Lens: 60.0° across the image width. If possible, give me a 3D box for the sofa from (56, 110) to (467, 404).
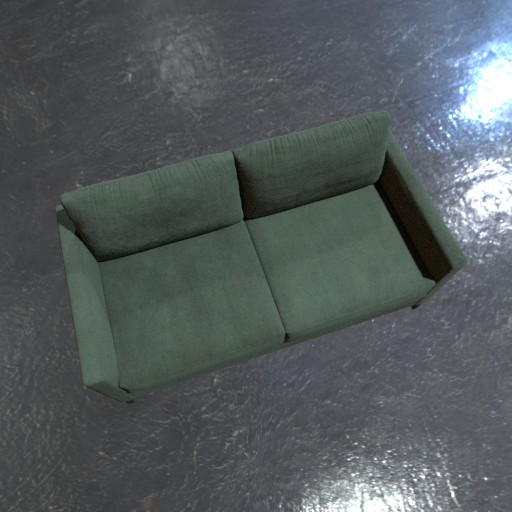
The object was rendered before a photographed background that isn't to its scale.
[{"bbox_3d":[0.000,0.000,2.140,1.676,0.817,0.875,-17,66,-8],"label":"sofa"}]
